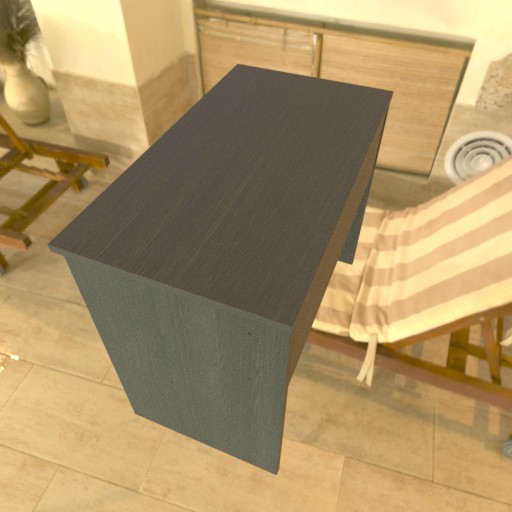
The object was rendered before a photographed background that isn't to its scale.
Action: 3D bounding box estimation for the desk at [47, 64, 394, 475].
[{"bbox_3d":[0.000,0.000,1.331,0.498,0.724,0.893,17,48,15],"label":"desk"}]
